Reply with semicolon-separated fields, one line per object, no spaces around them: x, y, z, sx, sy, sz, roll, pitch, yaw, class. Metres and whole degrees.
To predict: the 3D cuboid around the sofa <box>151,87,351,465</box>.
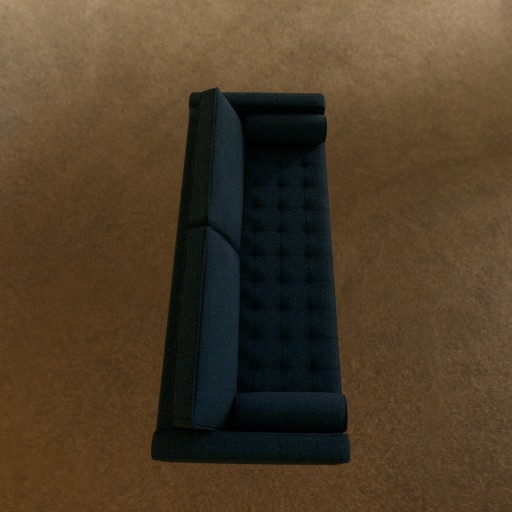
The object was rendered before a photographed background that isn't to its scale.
0.000;0.000;2.600;0.914;0.762;2.210;1;64;0;sofa
